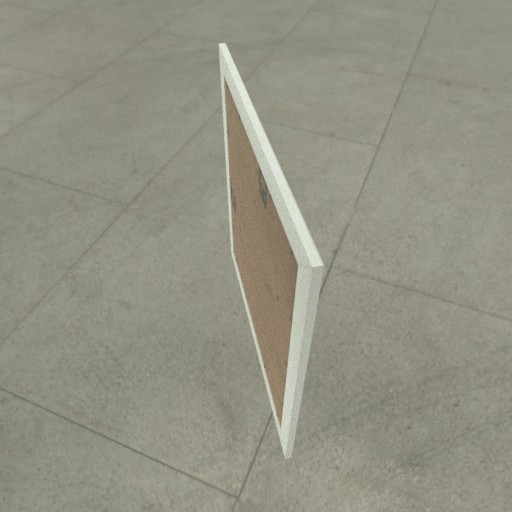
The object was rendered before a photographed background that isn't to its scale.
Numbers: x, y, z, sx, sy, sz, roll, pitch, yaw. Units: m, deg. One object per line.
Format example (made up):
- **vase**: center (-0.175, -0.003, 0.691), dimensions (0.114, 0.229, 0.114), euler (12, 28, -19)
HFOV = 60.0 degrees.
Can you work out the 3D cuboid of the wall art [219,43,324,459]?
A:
- **wall art**: center (0.000, 0.000, 0.873), dimensions (0.013, 0.584, 0.584), euler (-10, 48, -9)
